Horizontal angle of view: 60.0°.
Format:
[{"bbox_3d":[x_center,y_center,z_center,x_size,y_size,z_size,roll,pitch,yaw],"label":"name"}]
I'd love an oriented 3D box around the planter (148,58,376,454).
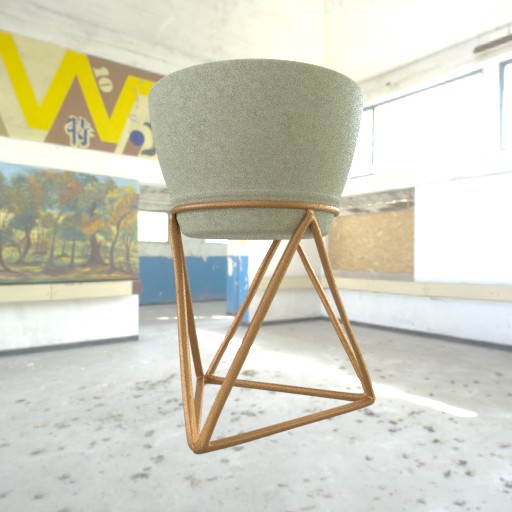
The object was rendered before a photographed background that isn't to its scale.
[{"bbox_3d":[0.000,0.000,0.738,0.350,0.504,0.350,0,0,-36],"label":"planter"}]
